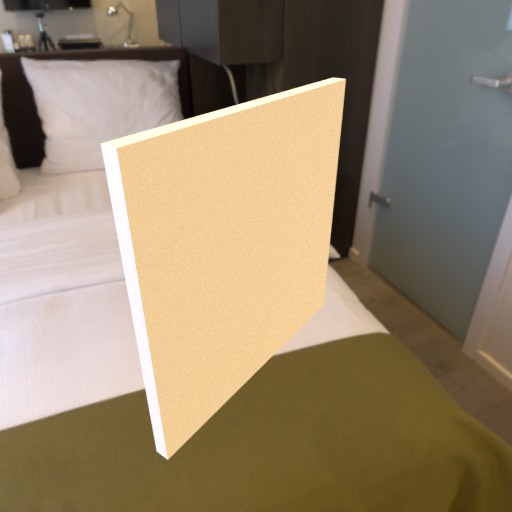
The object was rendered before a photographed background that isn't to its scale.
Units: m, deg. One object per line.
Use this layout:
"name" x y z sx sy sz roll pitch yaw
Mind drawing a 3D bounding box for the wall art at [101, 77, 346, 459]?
"wall art" 0.000 0.000 0.837 0.028 0.559 0.559 21 37 31
